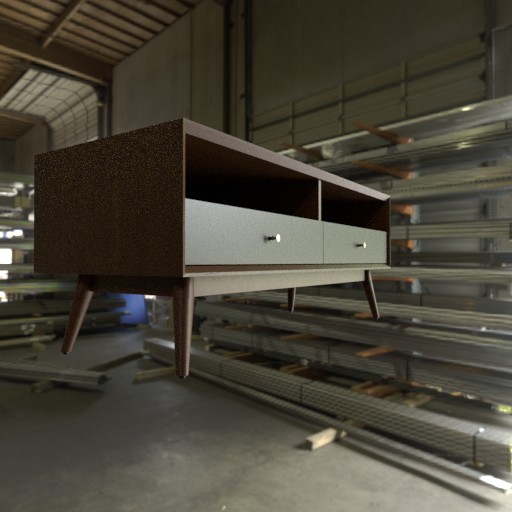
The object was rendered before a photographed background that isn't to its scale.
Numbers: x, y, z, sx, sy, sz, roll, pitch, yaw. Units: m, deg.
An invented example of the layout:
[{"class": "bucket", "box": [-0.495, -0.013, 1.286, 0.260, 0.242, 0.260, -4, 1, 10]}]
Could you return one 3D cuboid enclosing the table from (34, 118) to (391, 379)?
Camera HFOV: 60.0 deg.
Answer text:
[{"class": "table", "box": [0.000, 0.000, 1.358, 0.490, 0.464, 1.119, -1, -1, 35]}]
